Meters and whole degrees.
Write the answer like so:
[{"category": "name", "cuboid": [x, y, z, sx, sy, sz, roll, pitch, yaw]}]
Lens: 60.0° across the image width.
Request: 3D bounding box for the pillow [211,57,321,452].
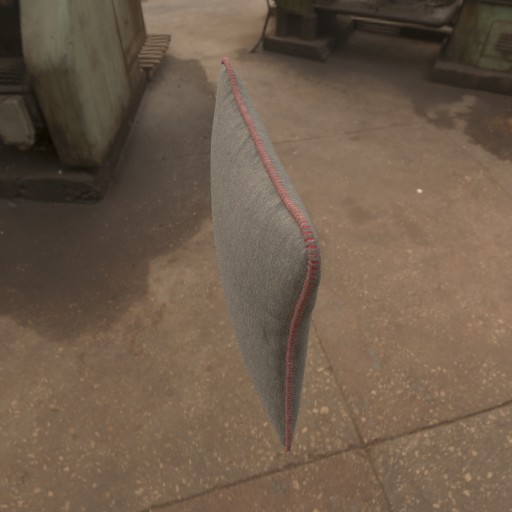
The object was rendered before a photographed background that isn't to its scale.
[{"category": "pillow", "cuboid": [0.000, 0.000, 0.735, 0.124, 0.491, 0.482, -9, 46, -9]}]
